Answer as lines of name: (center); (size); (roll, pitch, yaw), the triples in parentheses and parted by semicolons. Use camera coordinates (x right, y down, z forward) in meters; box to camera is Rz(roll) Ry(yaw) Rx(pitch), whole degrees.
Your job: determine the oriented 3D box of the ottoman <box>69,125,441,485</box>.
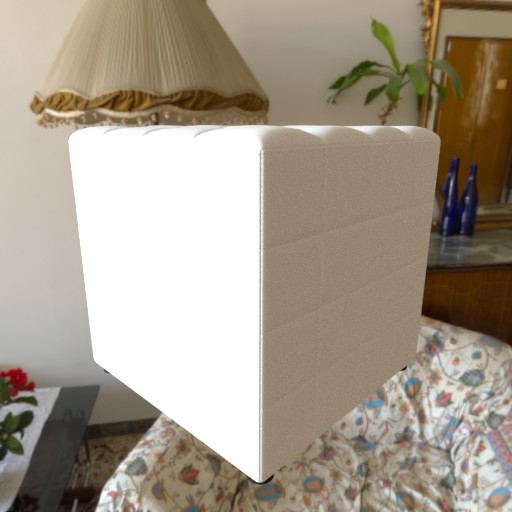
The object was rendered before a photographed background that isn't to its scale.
ottoman: (0.000, 0.000, 0.763); (0.425, 0.432, 0.425); (15, 22, 42)
